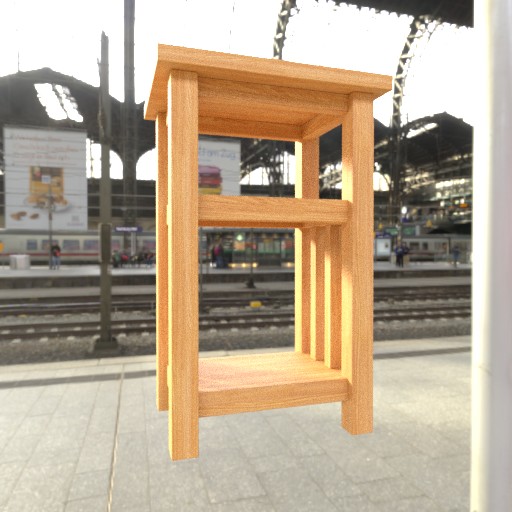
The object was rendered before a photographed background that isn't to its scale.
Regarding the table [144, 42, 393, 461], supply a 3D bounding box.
[{"bbox_3d":[0.000,0.000,0.750,0.350,0.550,0.270,0,1,-18],"label":"table"}]
